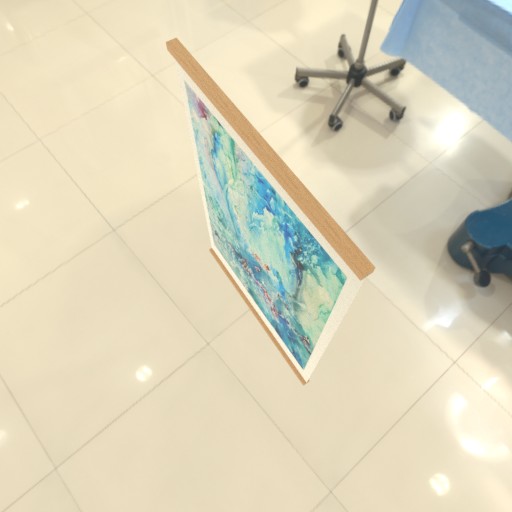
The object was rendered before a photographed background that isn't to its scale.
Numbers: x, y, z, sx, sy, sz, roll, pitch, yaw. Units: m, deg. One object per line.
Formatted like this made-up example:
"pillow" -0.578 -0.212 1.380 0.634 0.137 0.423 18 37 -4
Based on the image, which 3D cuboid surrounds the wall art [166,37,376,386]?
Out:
"wall art" 0.000 0.000 0.654 0.013 0.510 0.335 -31 68 -14
